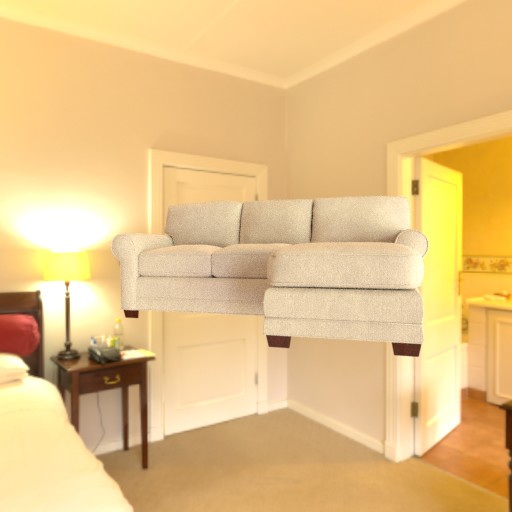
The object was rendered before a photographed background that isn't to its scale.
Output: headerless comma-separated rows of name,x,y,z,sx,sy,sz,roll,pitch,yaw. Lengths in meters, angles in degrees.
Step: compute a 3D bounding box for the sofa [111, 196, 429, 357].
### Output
sofa,0.000,0.000,2.436,1.770,0.734,1.226,0,1,18
